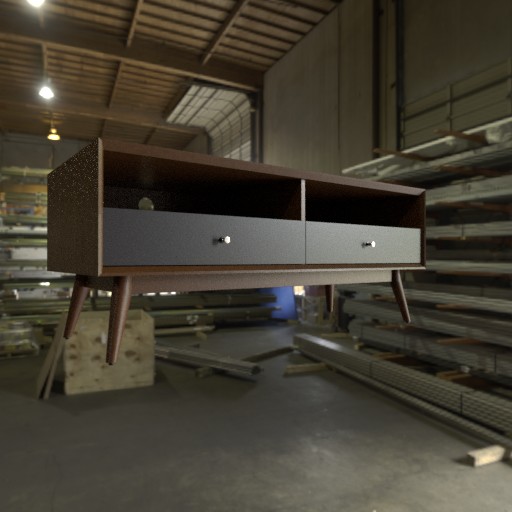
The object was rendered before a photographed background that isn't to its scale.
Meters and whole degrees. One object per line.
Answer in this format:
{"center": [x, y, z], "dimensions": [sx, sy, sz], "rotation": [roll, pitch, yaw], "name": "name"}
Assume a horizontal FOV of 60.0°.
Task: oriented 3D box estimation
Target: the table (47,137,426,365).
{"center": [0.000, 0.000, 1.398], "dimensions": [1.119, 0.464, 0.490], "rotation": [0, 0, -36], "name": "table"}
